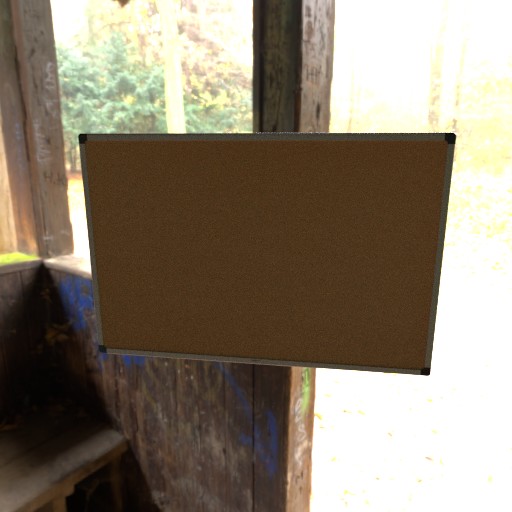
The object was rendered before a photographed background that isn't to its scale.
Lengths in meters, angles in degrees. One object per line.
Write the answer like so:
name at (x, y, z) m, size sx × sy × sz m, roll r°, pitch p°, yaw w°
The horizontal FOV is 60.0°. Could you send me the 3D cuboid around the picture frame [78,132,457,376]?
picture frame at (0.000, 0.000, 1.120) m, size 0.900 × 0.600 × 0.010 m, roll 2°, pitch 15°, yaw 8°
